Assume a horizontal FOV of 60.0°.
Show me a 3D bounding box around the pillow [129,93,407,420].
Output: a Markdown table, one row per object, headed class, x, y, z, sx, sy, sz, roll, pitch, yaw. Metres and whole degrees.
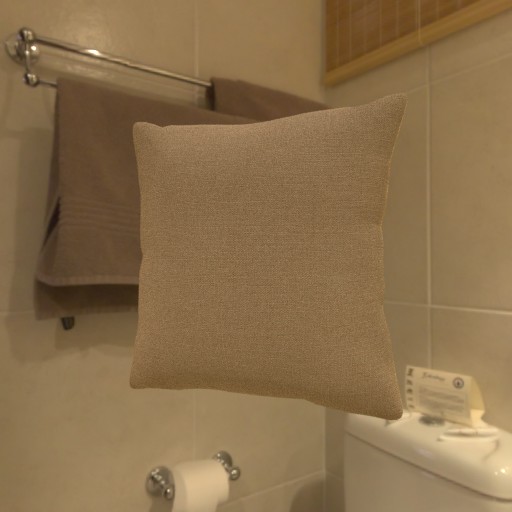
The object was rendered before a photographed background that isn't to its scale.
| class | x | y | z | sx | sy | sz | roll | pitch | yaw |
| --- | --- | --- | --- | --- | --- | --- | --- | --- | --- |
| pillow | 0.000 | 0.000 | 0.661 | 0.429 | 0.436 | 0.159 | 0 | -1 | 18 |
